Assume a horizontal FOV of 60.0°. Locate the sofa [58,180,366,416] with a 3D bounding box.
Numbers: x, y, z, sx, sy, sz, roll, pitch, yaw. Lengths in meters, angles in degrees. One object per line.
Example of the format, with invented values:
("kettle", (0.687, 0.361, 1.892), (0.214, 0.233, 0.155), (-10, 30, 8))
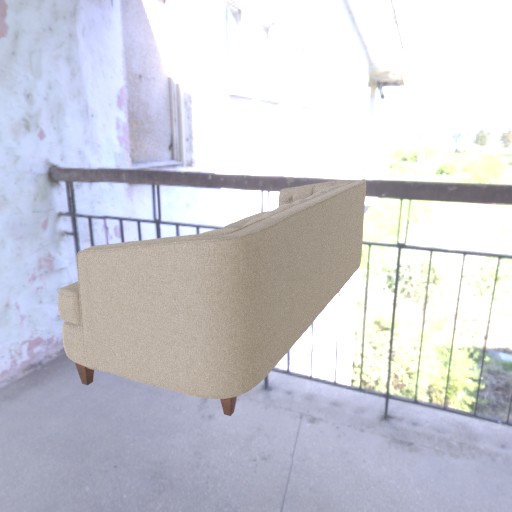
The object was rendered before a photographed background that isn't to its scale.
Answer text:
("sofa", (0.000, 0.000, 2.717), (0.913, 0.788, 2.235), (7, 17, 25))
